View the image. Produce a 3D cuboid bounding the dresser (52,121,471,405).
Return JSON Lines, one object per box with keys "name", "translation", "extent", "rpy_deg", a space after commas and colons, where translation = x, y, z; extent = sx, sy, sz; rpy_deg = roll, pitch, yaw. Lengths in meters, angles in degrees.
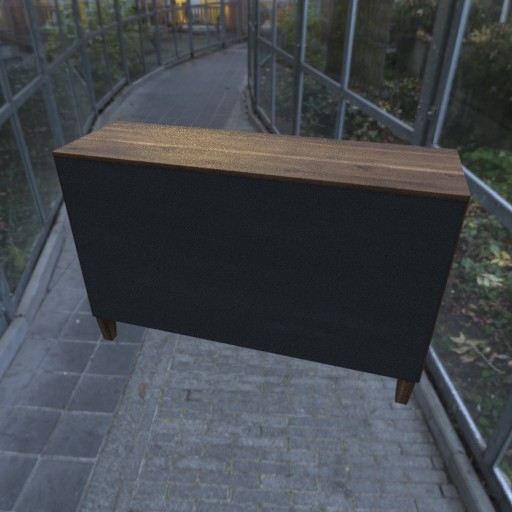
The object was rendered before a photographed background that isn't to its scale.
{"name": "dresser", "translation": [0.000, 0.000, 1.824], "extent": [1.387, 0.892, 0.438], "rpy_deg": [9, 33, 14]}
